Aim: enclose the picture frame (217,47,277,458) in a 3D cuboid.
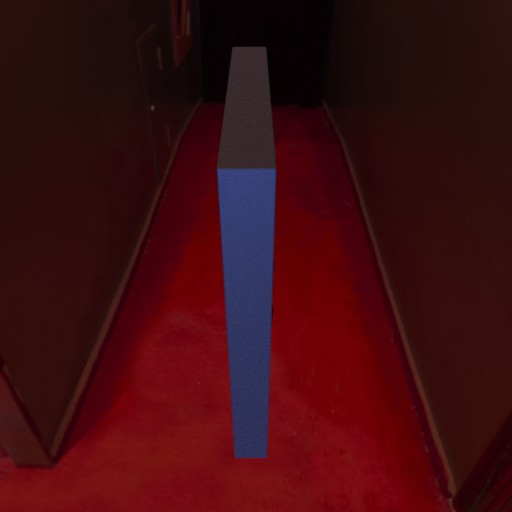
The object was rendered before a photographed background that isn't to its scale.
[{"bbox_3d":[0.000,0.000,0.281,0.028,0.208,0.157,0,39,0],"label":"picture frame"}]
